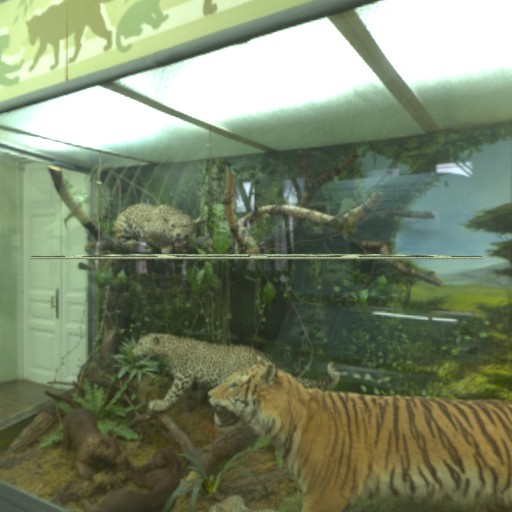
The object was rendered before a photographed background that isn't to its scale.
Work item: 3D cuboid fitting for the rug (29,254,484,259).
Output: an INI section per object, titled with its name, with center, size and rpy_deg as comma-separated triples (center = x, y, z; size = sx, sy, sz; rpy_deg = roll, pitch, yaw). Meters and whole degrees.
[rug]
center = 0.000, 0.000, 4.200
size = 3.049, 0.021, 2.466
rpy_deg = 0, 1, 0
